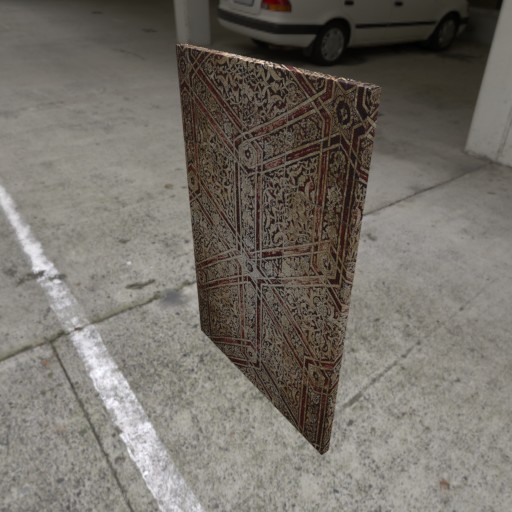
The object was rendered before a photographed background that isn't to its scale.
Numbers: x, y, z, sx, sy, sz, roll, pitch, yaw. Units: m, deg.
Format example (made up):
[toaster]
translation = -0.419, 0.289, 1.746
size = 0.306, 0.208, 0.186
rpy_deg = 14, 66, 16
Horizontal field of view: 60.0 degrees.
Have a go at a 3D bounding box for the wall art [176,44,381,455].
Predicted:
[wall art]
translation = 0.000, 0.000, 1.108
size = 0.030, 0.904, 0.599
rpy_deg = -22, 39, -31
